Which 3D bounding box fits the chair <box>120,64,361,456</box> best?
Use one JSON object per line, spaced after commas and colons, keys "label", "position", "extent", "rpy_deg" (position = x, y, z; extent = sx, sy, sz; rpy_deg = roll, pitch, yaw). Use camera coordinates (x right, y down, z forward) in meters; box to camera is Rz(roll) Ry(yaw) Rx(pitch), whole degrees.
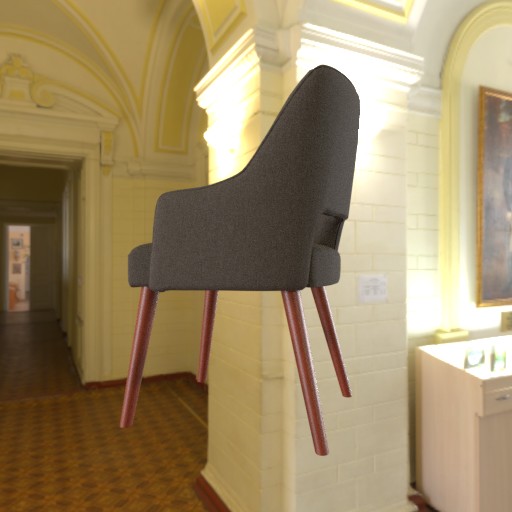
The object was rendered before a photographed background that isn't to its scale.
{"label": "chair", "position": [0.000, 0.000, 1.209], "extent": [0.560, 0.838, 0.559], "rpy_deg": [0, -1, 19]}
